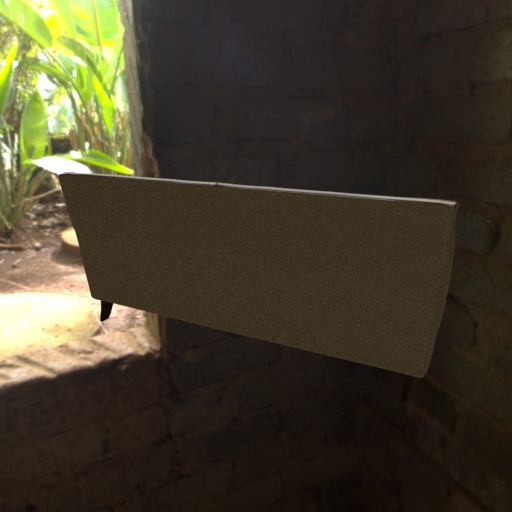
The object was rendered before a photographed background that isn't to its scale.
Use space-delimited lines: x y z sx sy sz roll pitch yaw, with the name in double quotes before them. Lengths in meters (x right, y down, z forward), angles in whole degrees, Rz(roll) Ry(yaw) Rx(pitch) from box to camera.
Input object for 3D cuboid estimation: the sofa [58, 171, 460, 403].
"sofa" 0.000 0.000 2.451 2.001 0.907 0.841 9 19 26
